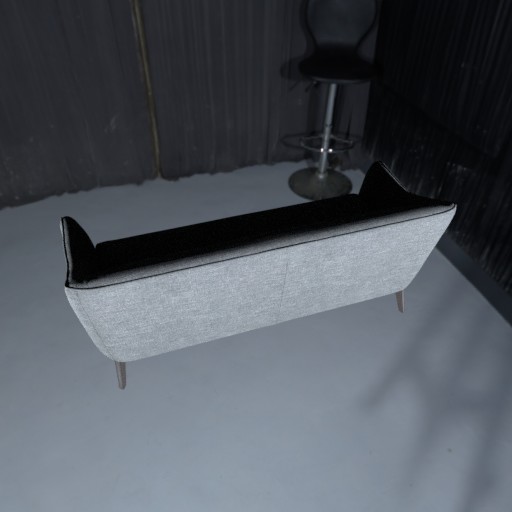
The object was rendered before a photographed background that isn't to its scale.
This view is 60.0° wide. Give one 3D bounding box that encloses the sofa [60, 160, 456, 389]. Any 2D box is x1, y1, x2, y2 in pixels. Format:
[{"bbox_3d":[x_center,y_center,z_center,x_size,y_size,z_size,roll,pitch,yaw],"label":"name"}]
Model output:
[{"bbox_3d":[0.000,0.000,2.418,1.928,0.829,0.867,-12,43,-14],"label":"sofa"}]
